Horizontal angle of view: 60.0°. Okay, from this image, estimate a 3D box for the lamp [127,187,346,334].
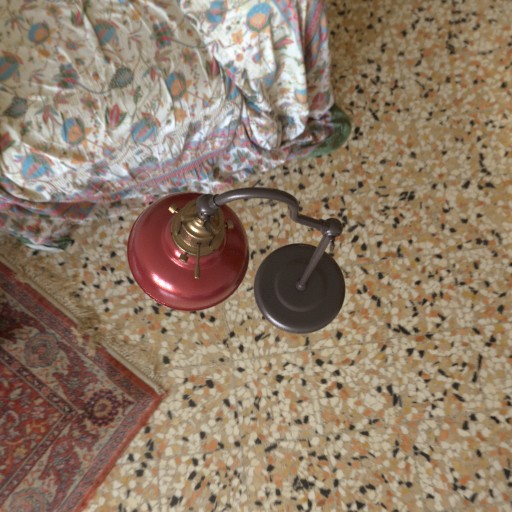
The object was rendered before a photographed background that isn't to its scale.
[{"bbox_3d":[0.000,0.000,0.685,0.374,0.508,0.192,1,75,0],"label":"lamp"}]
